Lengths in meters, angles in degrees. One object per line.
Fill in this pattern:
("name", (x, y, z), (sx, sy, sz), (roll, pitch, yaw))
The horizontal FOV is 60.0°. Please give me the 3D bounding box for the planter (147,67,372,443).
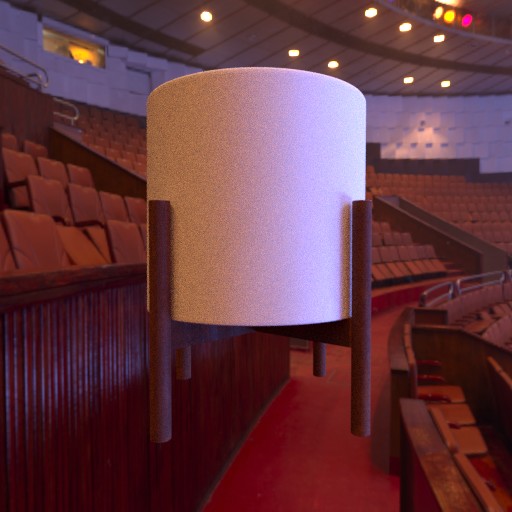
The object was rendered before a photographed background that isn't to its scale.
("planter", (0.000, 0.000, 0.880), (0.420, 0.581, 0.421), (0, 2, -1))
